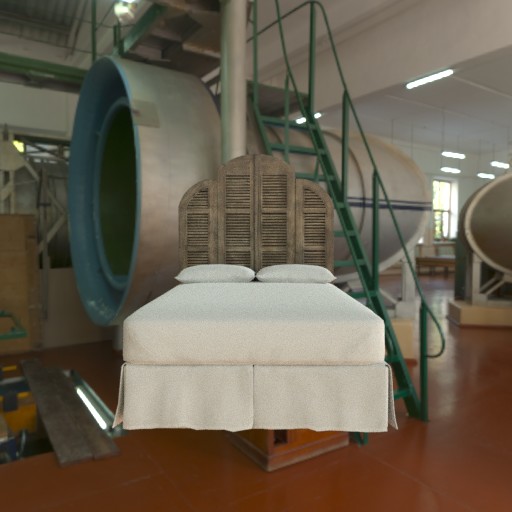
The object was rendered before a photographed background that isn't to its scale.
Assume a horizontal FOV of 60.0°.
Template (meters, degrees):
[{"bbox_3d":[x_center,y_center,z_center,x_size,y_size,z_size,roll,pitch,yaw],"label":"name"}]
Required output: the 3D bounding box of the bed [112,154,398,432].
[{"bbox_3d":[0.000,0.000,3.630,1.713,2.019,2.138,0,3,0],"label":"bed"}]
